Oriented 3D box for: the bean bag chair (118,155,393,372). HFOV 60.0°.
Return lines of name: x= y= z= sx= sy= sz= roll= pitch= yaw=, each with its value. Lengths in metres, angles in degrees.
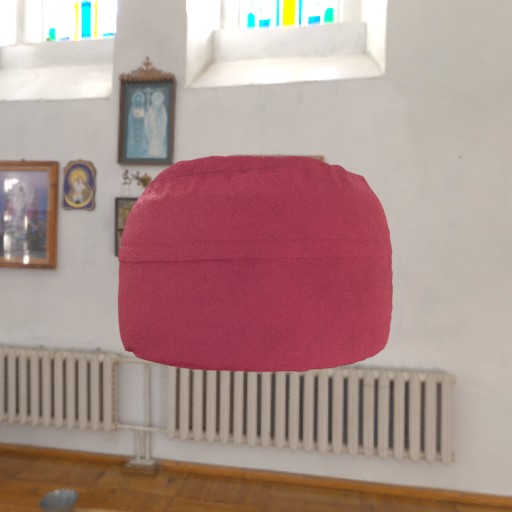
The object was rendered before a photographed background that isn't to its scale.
bean bag chair: x=0.000 y=0.000 z=2.058 sx=1.218 sy=0.788 sz=1.218 roll=0 pitch=0 yaw=0
